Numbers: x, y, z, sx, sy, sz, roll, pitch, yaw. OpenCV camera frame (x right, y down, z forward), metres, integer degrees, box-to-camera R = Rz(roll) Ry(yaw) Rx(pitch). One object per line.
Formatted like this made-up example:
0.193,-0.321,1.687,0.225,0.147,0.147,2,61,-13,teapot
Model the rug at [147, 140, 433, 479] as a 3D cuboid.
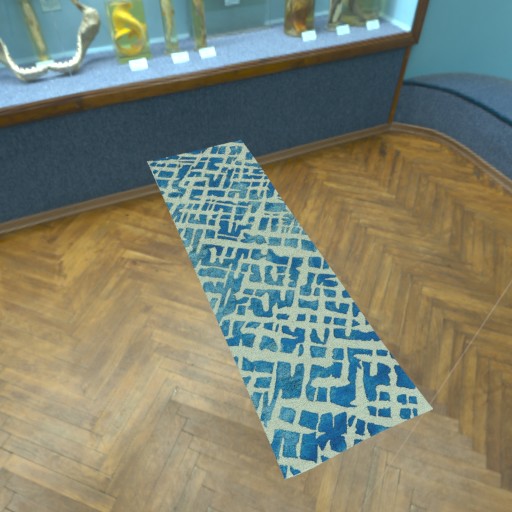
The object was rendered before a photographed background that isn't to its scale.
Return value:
0.000,0.000,2.716,0.768,0.011,2.446,-17,50,-15,rug
